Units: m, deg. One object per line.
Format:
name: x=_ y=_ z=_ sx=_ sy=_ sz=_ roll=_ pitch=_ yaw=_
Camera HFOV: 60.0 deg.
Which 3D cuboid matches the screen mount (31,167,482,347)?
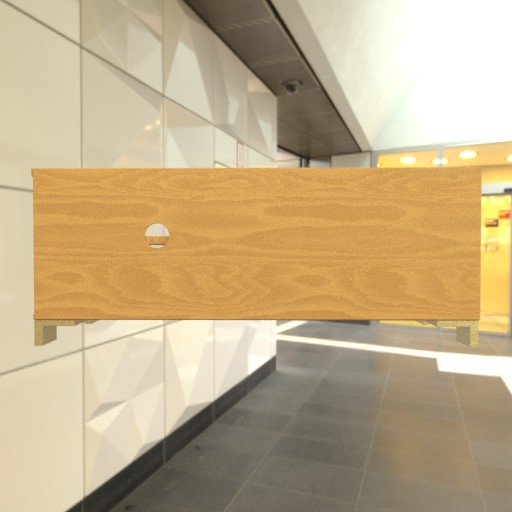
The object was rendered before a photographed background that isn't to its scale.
screen mount: x=0.000 y=0.000 z=1.268 sx=1.084 sy=0.432 sz=0.406 roll=0 pitch=1 yaw=1
